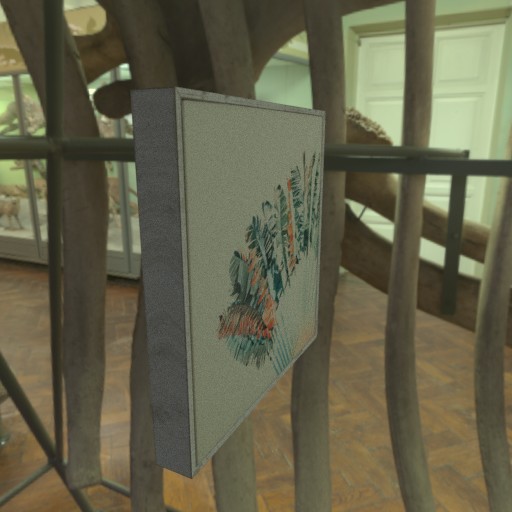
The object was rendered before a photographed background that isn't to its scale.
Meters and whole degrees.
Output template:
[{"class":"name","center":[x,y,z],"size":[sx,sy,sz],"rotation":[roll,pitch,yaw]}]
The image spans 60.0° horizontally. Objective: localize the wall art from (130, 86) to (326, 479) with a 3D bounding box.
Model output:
[{"class":"wall art","center":[0.000,0.000,0.465],"size":[0.038,0.303,0.305],"rotation":[7,17,26]}]
